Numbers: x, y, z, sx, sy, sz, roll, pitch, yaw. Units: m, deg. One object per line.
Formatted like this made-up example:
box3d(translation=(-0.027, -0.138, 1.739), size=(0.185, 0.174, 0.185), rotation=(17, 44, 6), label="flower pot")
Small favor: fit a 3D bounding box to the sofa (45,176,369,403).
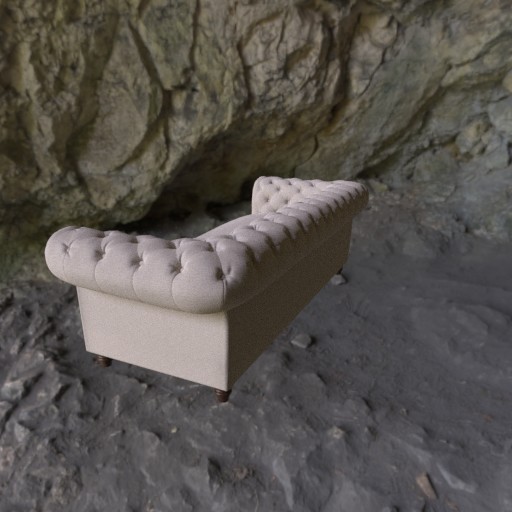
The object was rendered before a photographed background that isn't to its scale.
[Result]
box3d(translation=(0.000, 0.000, 3.135), size=(1.076, 0.847, 2.694), rotation=(8, 19, 24), label="sofa")
